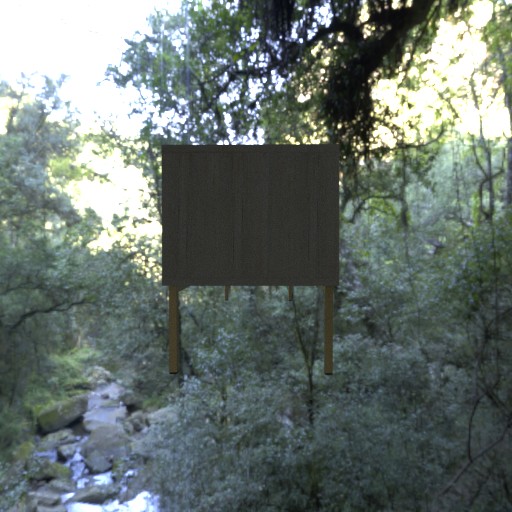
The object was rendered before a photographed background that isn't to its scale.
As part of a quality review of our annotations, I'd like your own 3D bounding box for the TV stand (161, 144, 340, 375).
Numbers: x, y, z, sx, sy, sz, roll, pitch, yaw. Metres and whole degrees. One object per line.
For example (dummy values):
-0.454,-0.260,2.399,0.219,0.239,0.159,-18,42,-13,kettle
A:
0.000,0.000,1.848,0.420,0.550,1.600,0,1,1,TV stand
